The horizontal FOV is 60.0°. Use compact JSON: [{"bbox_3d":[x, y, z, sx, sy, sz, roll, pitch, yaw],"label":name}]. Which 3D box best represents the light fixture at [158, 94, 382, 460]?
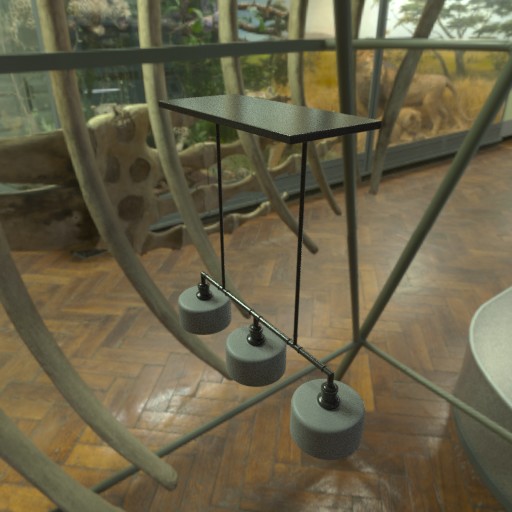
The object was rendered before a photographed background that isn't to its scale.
[{"bbox_3d":[0.000,0.000,0.877,0.177,0.557,0.582,-18,32,-32],"label":"light fixture"}]
